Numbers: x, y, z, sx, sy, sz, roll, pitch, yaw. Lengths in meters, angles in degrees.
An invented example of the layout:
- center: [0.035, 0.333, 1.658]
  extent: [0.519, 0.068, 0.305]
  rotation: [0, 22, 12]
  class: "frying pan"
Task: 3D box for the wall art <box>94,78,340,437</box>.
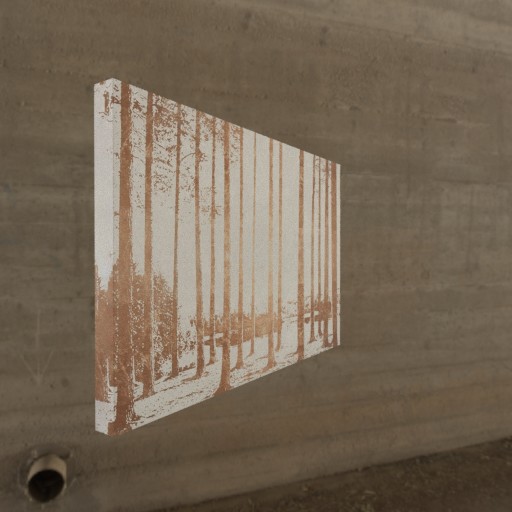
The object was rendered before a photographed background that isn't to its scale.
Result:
- center: [0.000, 0.000, 0.759]
  extent: [0.035, 0.405, 0.609]
  rotation: [0, 1, 35]
  class: "wall art"
